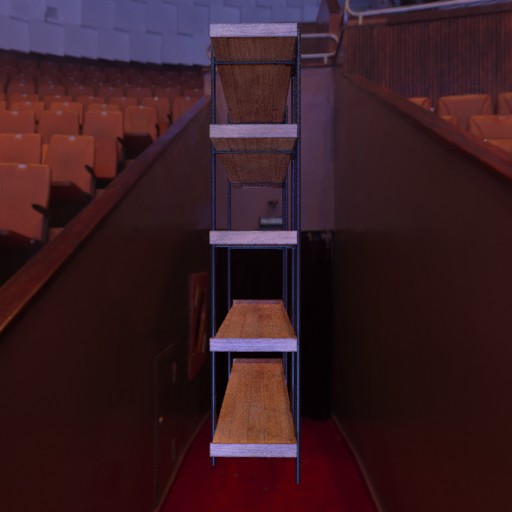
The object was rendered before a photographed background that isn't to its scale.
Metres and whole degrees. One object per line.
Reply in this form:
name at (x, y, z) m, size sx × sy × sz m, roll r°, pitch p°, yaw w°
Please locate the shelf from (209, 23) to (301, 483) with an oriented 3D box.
shelf at (0.000, 0.000, 2.398) m, size 0.379 × 1.826 × 1.371 m, roll 0°, pitch 1°, yaw 1°
